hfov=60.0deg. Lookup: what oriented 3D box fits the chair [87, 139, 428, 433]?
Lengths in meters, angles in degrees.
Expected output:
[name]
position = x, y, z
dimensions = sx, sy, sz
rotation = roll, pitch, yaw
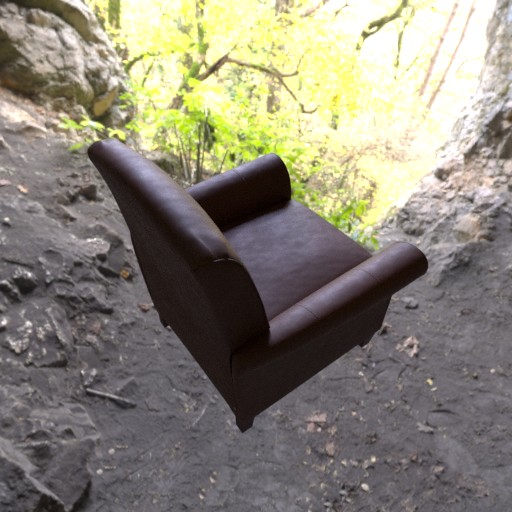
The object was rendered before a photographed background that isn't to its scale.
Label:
[chair]
position = 0.000, 0.000, 1.785
dimensions = 0.902, 1.061, 0.978
rotation = -27, 49, -26
